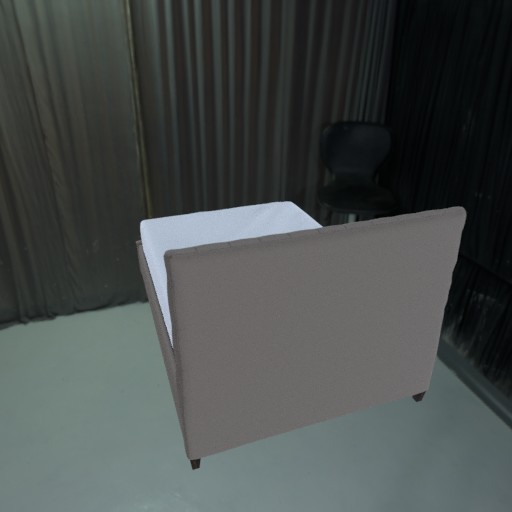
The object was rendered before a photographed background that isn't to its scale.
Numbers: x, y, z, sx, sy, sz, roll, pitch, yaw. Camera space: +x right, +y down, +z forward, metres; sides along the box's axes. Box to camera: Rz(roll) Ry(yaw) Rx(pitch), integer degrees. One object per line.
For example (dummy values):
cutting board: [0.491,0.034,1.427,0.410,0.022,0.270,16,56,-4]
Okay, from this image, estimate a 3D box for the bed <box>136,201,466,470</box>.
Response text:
bed: [0.000,0.000,3.508,1.698,1.427,2.387,-9,29,-17]
